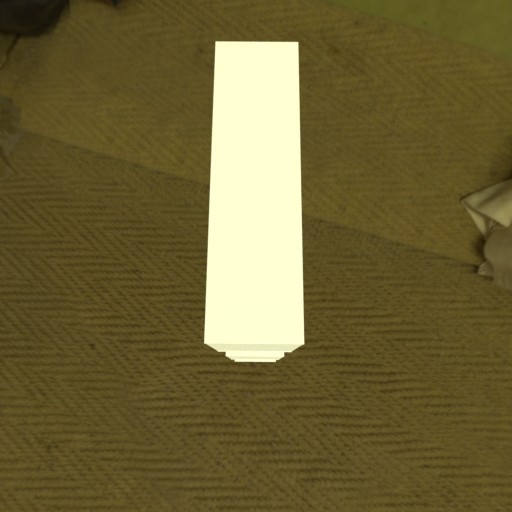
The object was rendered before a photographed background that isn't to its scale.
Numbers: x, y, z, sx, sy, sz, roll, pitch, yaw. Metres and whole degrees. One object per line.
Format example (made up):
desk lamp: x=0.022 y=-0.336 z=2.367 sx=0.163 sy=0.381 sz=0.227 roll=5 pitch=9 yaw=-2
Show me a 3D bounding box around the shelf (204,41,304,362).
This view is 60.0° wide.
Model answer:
shelf: x=0.000 y=0.000 z=2.011 sx=0.250 sy=1.650 sz=0.890 roll=0 pitch=75 yaw=0
